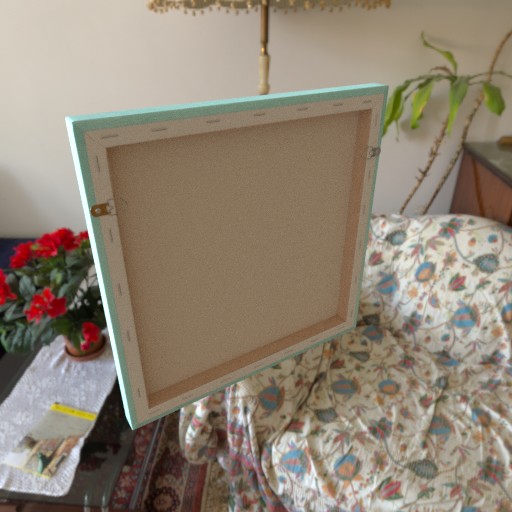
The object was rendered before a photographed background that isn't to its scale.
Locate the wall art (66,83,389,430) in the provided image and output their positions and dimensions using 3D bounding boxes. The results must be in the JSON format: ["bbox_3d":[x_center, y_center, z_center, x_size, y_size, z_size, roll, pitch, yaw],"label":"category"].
[{"bbox_3d":[0.000,0.000,1.127,0.765,0.766,0.054,-17,34,-28],"label":"wall art"}]
